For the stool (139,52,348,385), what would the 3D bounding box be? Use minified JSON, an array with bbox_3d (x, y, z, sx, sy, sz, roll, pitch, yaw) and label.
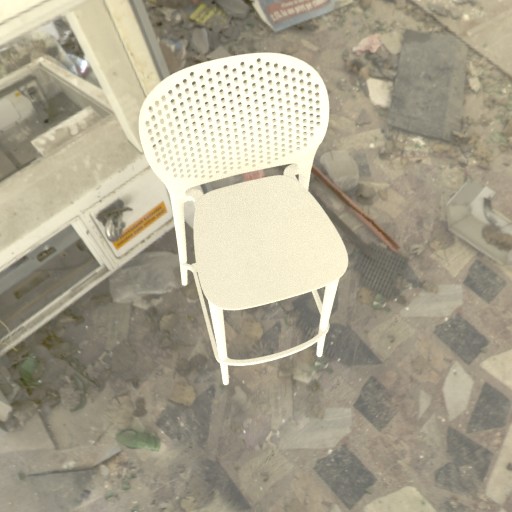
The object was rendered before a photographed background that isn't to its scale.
[{"bbox_3d":[0.000,0.000,1.380,0.536,1.045,0.535,-15,64,-7],"label":"stool"}]
